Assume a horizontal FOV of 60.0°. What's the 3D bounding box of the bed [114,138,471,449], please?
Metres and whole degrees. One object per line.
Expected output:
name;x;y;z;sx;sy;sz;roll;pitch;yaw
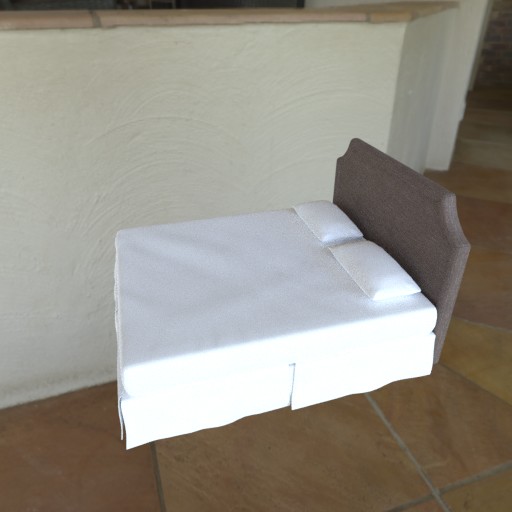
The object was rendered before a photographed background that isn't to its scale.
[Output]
bed;0.000;0.000;4.168;2.773;1.590;2.350;-8;32;-14
